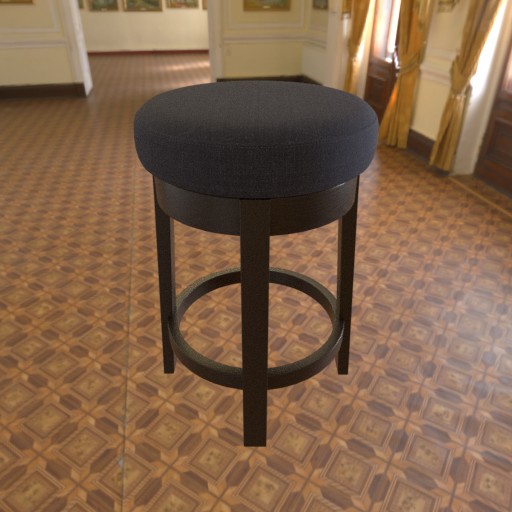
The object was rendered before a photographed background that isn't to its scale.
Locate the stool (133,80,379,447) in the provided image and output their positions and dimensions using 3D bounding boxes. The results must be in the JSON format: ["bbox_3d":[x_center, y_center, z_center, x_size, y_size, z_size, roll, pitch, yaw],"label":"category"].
[{"bbox_3d":[0.000,0.000,0.937,0.449,0.655,0.449,0,31,0],"label":"stool"}]
